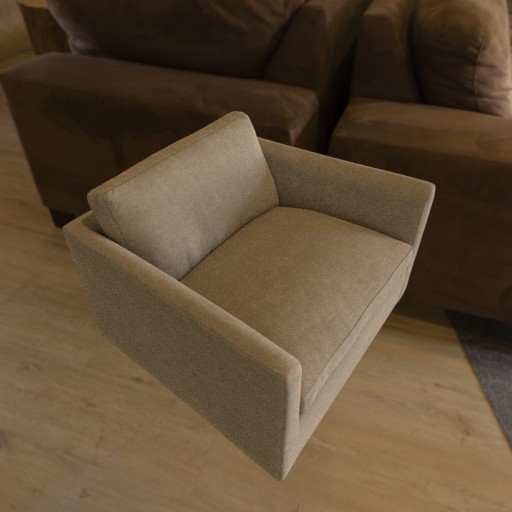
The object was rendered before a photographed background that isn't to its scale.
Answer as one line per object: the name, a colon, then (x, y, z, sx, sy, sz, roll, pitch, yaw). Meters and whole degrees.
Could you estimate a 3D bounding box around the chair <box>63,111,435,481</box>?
chair: (0.000, 0.000, 1.900, 1.091, 0.845, 1.190, 25, 46, 26)
